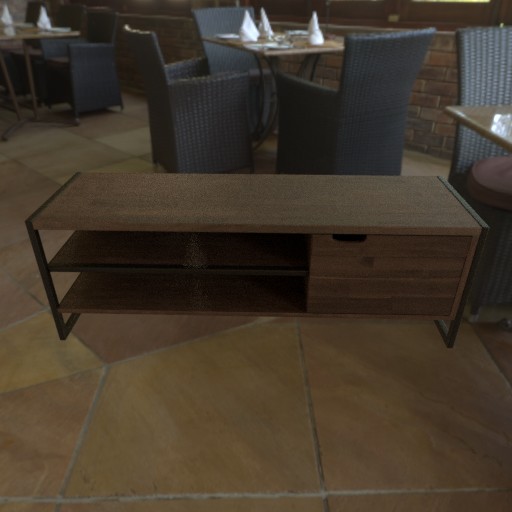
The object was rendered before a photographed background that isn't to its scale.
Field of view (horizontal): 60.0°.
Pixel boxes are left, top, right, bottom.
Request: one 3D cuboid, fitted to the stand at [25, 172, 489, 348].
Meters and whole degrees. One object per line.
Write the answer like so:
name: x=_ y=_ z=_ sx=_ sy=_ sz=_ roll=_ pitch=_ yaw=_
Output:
stand: x=0.000 y=0.000 z=1.731 sx=1.480 sy=0.506 sz=0.454 roll=1 pitch=31 yaw=1
